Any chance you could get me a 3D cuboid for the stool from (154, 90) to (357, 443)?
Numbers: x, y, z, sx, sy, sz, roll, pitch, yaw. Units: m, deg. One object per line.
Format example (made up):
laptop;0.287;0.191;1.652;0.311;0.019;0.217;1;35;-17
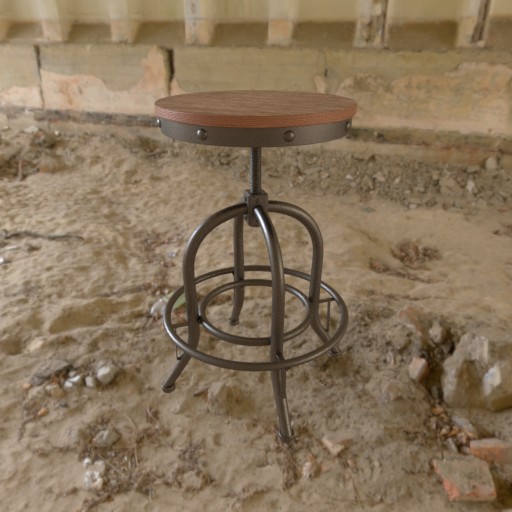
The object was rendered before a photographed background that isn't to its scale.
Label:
stool;0.000;0.000;0.912;0.439;0.609;0.439;-8;27;-15
